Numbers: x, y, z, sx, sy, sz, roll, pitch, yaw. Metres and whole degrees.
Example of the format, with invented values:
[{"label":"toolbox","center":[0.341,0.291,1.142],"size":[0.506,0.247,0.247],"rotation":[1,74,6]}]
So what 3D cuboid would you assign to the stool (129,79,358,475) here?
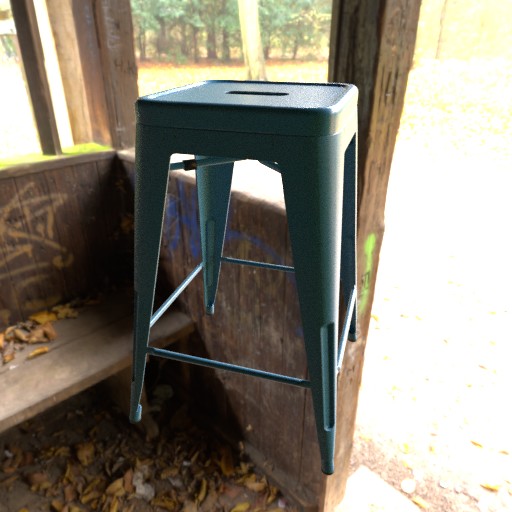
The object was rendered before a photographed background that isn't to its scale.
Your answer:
[{"label":"stool","center":[0.000,0.000,0.862],"size":[0.410,0.608,0.410],"rotation":[8,28,15]}]
